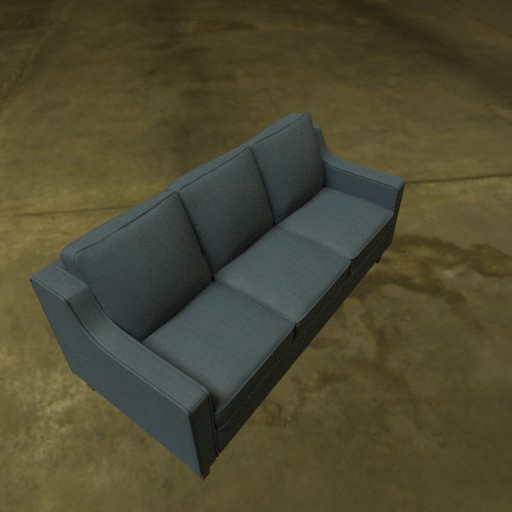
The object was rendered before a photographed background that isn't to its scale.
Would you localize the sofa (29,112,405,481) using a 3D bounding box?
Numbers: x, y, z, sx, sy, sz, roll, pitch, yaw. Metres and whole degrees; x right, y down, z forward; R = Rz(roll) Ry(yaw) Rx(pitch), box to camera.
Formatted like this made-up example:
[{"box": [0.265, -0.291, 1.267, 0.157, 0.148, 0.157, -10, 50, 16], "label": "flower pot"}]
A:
[{"box": [0.000, 0.000, 2.466, 0.911, 0.974, 1.986, 26, 47, 27], "label": "sofa"}]
